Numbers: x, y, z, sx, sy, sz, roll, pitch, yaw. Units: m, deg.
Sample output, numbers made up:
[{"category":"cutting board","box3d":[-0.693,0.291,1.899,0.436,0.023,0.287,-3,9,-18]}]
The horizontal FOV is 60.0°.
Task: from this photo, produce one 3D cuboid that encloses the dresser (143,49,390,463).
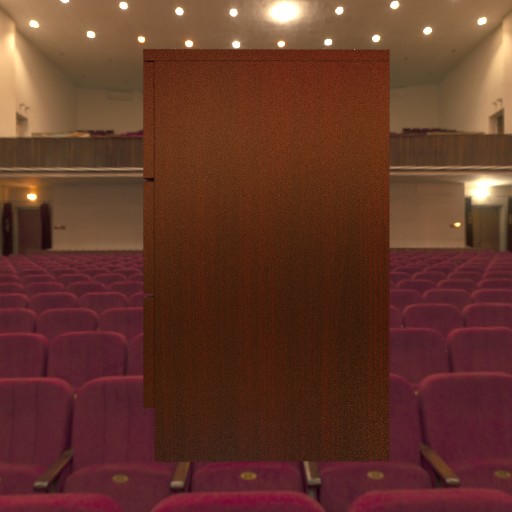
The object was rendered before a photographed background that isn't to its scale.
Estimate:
[{"category":"dresser","box3d":[0.000,0.000,0.800,0.360,0.560,0.400,0,0,0]}]
